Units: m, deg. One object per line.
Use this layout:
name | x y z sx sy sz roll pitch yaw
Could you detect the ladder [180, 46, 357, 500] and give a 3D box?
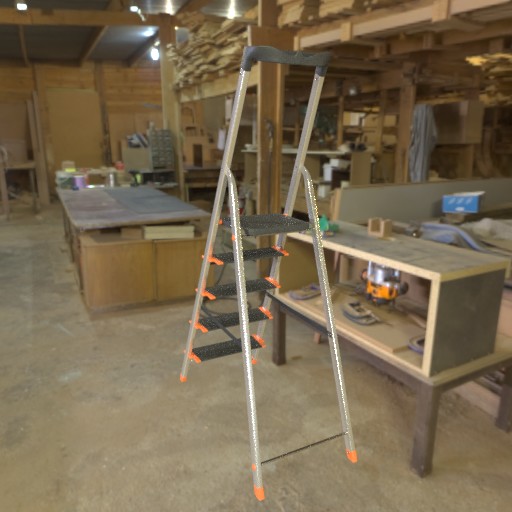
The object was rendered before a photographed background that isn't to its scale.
ladder | 0.000 0.000 2.012 0.480 1.646 0.995 -8 17 -26
